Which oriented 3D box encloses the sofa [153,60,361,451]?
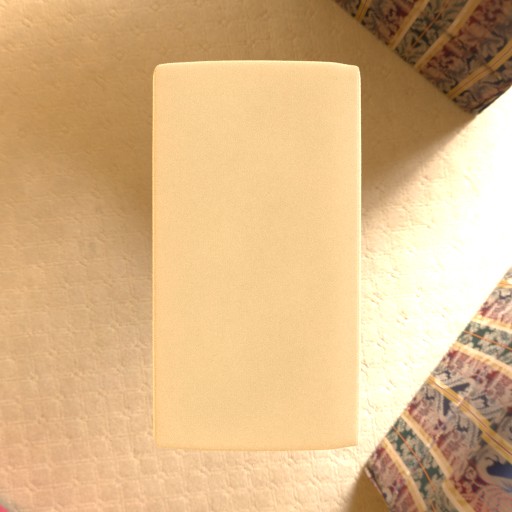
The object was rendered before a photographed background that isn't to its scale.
[{"bbox_3d":[0.000,0.000,2.110,0.939,0.552,1.677,0,90,0],"label":"sofa"}]
